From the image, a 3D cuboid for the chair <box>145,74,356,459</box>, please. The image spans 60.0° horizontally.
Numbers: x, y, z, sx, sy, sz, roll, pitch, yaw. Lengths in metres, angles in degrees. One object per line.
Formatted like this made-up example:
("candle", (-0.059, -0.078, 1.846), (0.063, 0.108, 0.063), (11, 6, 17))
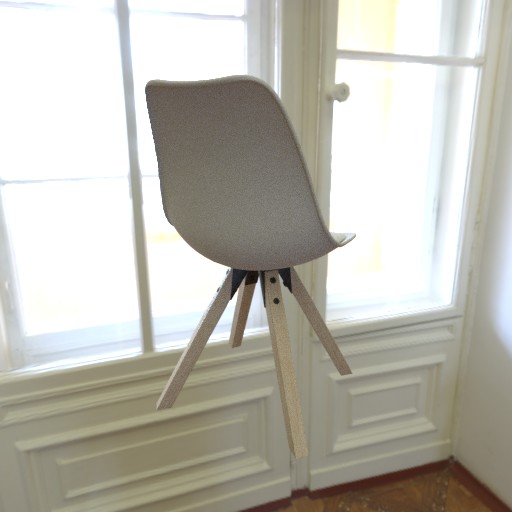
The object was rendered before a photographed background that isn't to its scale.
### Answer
("chair", (0.000, 0.000, 1.189), (0.485, 0.850, 0.550), (8, 18, 26))
